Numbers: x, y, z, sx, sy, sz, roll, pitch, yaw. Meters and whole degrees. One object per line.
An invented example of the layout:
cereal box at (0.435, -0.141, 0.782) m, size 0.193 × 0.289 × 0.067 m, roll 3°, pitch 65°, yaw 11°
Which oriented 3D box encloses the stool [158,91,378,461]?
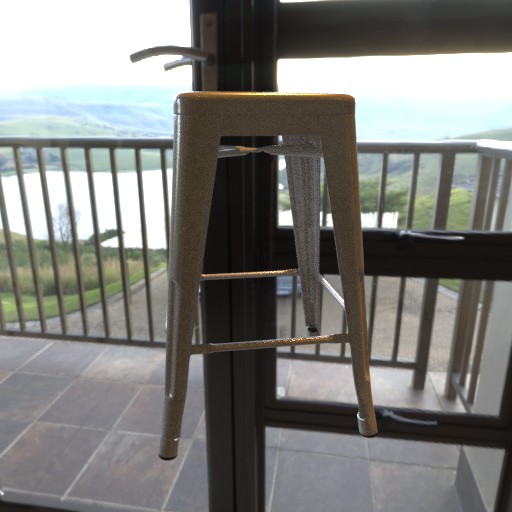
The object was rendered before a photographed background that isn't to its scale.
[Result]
stool at (0.000, 0.000, 0.899) m, size 0.406 × 0.610 × 0.406 m, roll -3°, pitch 17°, yaw -9°
